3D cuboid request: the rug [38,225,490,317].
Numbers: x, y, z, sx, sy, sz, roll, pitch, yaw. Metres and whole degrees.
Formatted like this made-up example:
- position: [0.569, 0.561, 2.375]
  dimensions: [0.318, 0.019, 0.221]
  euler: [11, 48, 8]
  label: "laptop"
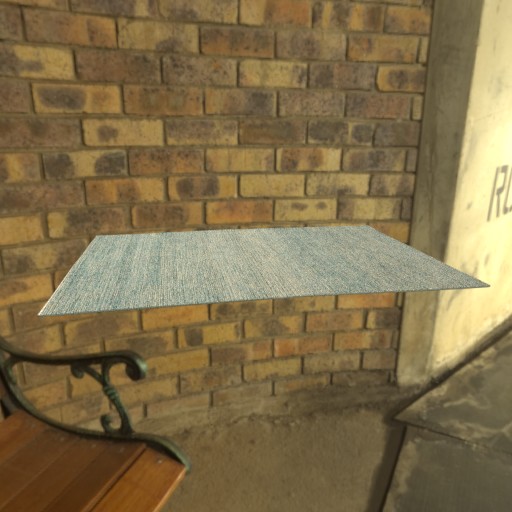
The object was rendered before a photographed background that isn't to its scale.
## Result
- position: [0.000, 0.000, 5.224]
  dimensions: [4.078, 0.052, 2.802]
  euler: [-3, 16, -9]
  label: "rug"
